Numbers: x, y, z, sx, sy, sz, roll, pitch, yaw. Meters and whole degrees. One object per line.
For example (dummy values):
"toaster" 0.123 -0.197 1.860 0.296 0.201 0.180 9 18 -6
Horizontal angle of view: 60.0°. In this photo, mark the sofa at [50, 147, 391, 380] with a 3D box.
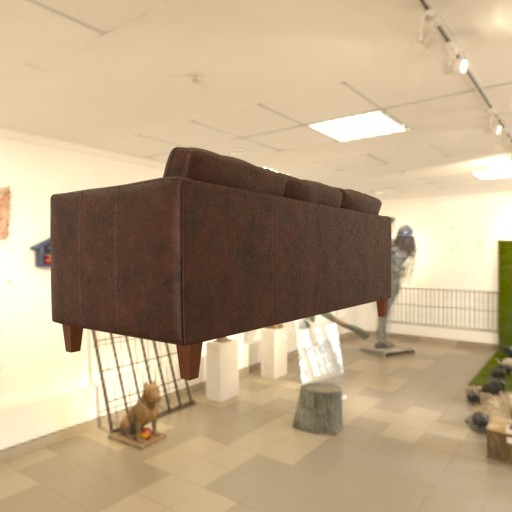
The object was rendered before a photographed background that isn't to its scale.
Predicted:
"sofa" 0.000 0.000 3.027 1.045 1.006 2.464 0 0 36
